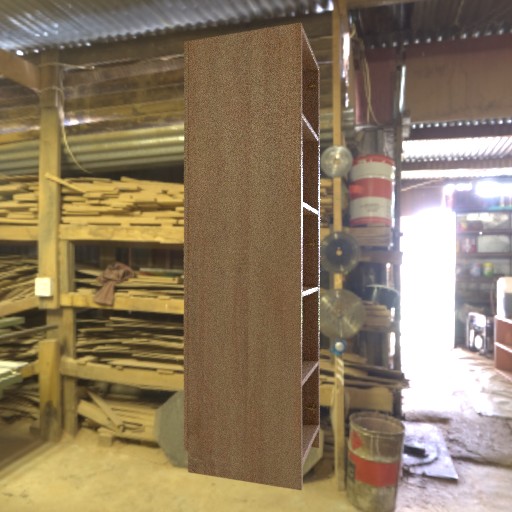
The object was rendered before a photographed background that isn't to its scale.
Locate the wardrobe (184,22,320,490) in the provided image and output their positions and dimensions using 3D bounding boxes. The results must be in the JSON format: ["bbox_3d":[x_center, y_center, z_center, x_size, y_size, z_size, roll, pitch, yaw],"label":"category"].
[{"bbox_3d":[0.000,0.000,2.328,0.588,2.117,0.496,0,-1,18],"label":"wardrobe"}]
